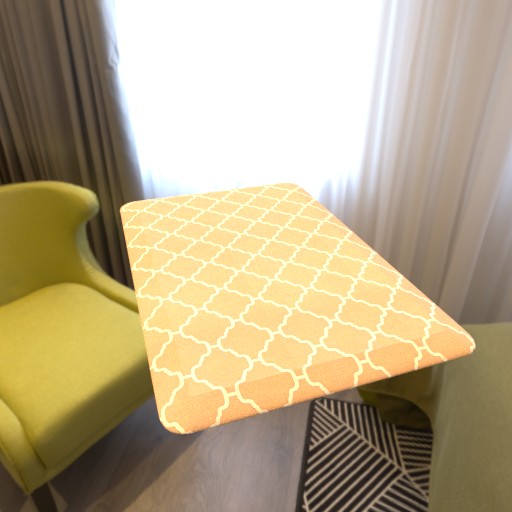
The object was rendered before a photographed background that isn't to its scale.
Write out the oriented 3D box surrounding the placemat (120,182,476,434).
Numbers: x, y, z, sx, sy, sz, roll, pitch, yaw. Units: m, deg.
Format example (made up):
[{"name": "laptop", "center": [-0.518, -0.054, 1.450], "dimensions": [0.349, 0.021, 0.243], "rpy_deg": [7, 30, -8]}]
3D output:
[{"name": "placemat", "center": [0.000, 0.000, 0.935], "dimensions": [0.508, 0.021, 0.762], "rpy_deg": [-10, 32, -16]}]
